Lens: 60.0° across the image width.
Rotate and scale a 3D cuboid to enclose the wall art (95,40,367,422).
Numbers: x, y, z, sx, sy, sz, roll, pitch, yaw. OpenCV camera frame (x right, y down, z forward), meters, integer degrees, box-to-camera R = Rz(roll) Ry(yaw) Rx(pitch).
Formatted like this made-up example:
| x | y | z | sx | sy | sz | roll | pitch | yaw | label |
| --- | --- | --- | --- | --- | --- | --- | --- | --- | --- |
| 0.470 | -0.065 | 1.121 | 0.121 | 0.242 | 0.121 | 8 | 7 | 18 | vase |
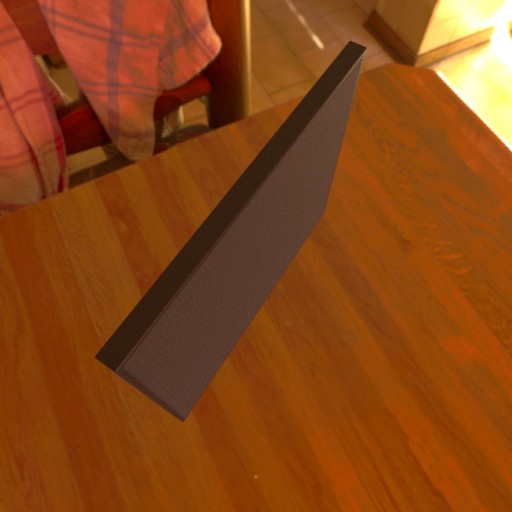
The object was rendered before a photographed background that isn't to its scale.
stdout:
| x | y | z | sx | sy | sz | roll | pitch | yaw | label |
| --- | --- | --- | --- | --- | --- | --- | --- | --- | --- |
| 0.000 | 0.000 | 0.752 | 0.029 | 0.458 | 0.559 | 30 | 67 | 14 | wall art |
